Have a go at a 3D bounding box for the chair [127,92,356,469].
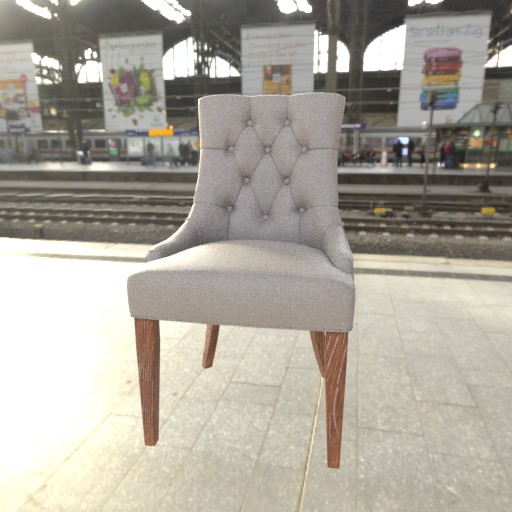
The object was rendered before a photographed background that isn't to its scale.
[{"bbox_3d":[0.000,0.000,1.188,0.509,0.874,0.565,2,14,10],"label":"chair"}]
